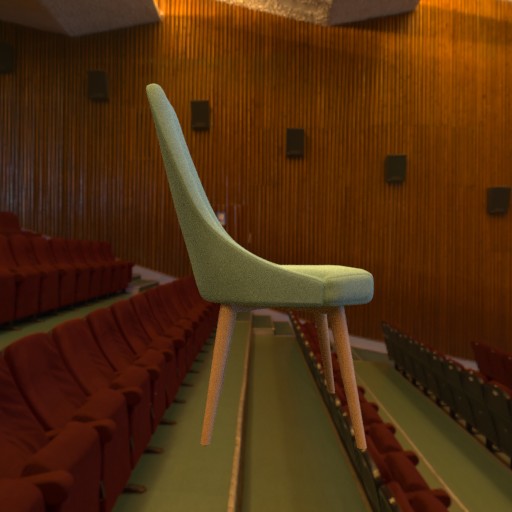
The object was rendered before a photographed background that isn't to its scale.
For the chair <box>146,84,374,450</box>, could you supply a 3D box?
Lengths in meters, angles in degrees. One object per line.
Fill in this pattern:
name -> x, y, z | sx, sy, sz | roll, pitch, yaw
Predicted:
chair -> 0.000, 0.000, 1.422 | 0.660, 1.040, 0.510 | 0, 0, 0
